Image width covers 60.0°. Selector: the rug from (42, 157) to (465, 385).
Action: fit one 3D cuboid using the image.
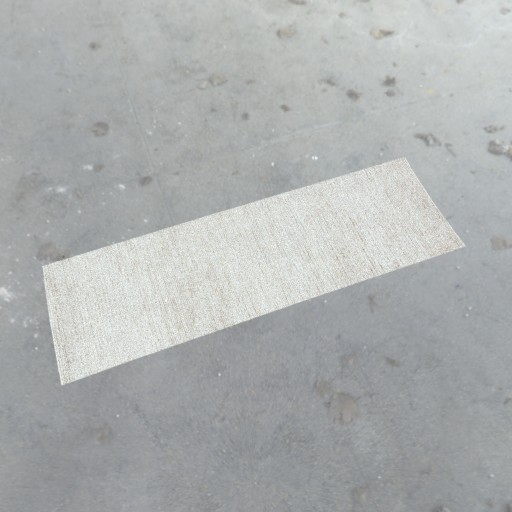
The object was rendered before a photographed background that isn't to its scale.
[{"bbox_3d":[0.000,0.000,2.556,2.346,0.013,0.712,-18,64,-9],"label":"rug"}]
